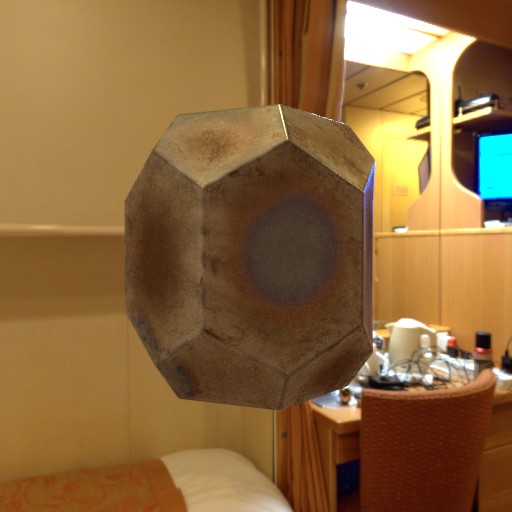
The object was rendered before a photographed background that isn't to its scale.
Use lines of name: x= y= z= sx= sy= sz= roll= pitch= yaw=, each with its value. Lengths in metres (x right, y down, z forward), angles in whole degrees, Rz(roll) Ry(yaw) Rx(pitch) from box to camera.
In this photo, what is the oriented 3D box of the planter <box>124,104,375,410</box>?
planter: x=0.000 y=0.000 z=0.428 sx=0.221 sy=0.238 sz=0.243 roll=0 pitch=1 yaw=18
